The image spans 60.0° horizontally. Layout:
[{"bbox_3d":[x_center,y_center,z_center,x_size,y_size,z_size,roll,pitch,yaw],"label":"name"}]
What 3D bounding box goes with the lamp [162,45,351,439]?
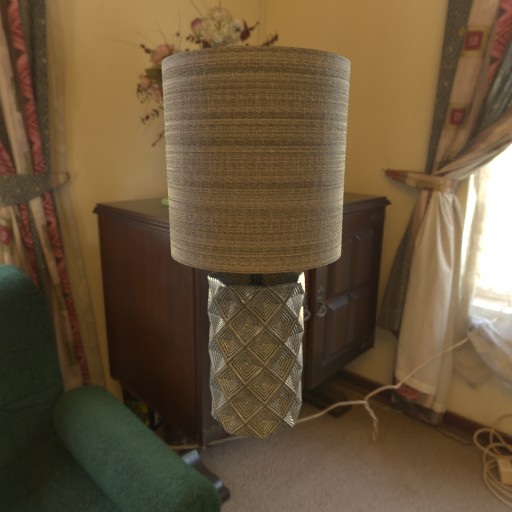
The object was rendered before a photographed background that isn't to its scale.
[{"bbox_3d":[0.000,0.000,0.710,0.269,0.566,0.268,7,16,28],"label":"lamp"}]
